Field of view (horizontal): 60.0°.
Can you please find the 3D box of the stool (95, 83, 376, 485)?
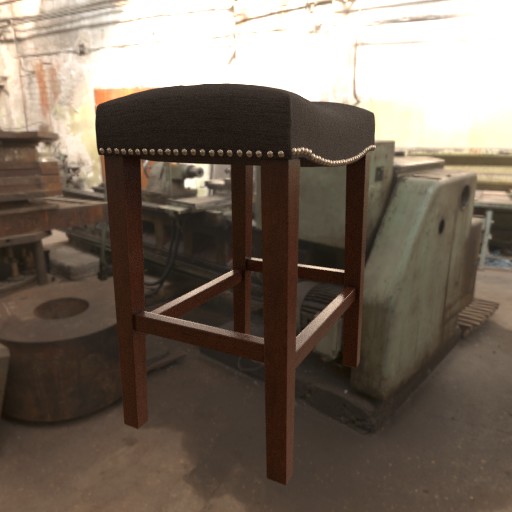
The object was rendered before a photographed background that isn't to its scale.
[{"bbox_3d":[0.000,0.000,0.954,0.372,0.654,0.504,8,17,26],"label":"stool"}]
